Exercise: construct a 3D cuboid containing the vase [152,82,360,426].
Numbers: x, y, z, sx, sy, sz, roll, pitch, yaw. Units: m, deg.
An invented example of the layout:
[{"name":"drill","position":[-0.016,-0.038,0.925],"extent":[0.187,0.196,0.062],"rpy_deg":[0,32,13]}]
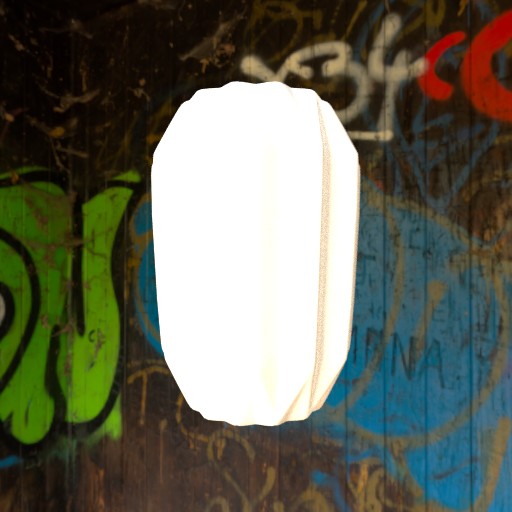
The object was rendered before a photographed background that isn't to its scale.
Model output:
[{"name":"vase","position":[0.000,0.000,0.412],"extent":[0.195,0.275,0.195],"rpy_deg":[0,-1,0]}]
